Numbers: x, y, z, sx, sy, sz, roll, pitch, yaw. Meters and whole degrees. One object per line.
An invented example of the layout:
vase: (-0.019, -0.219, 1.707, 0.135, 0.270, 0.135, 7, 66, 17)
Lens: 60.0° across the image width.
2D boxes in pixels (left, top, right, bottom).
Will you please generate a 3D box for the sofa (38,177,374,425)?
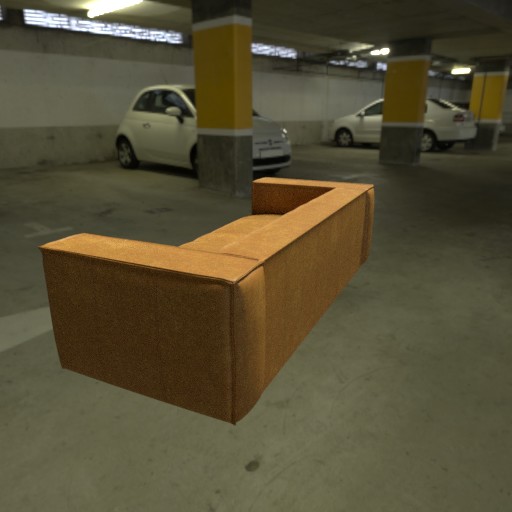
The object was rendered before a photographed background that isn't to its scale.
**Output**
sofa: (0.000, 0.000, 3.031, 1.102, 0.701, 2.581, 8, 20, 24)
